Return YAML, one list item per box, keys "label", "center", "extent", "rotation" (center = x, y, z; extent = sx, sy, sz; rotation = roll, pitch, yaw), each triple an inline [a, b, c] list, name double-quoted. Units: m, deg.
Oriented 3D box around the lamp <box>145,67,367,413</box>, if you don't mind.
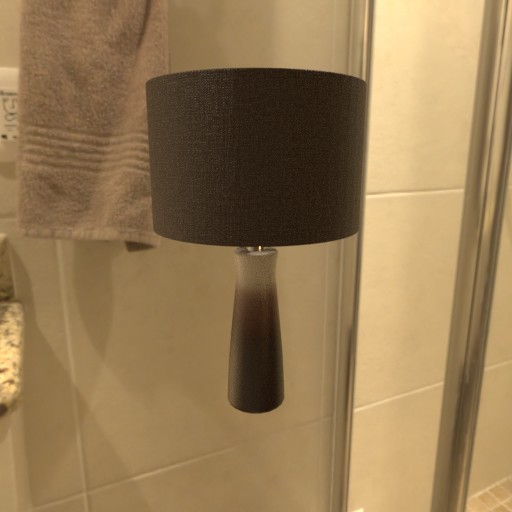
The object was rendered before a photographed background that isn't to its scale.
- label: "lamp"
  center: [0.000, 0.000, 0.680]
  extent: [0.303, 0.488, 0.303]
  rotation: [0, 13, 0]
